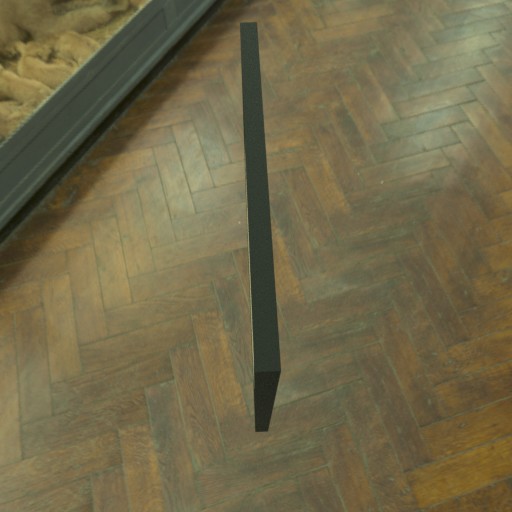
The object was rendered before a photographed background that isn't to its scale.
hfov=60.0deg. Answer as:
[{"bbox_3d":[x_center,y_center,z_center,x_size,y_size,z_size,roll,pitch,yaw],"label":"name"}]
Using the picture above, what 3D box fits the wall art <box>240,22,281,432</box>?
[{"bbox_3d":[0.000,0.000,0.455,0.015,0.304,0.306,-2,62,-1],"label":"wall art"}]
